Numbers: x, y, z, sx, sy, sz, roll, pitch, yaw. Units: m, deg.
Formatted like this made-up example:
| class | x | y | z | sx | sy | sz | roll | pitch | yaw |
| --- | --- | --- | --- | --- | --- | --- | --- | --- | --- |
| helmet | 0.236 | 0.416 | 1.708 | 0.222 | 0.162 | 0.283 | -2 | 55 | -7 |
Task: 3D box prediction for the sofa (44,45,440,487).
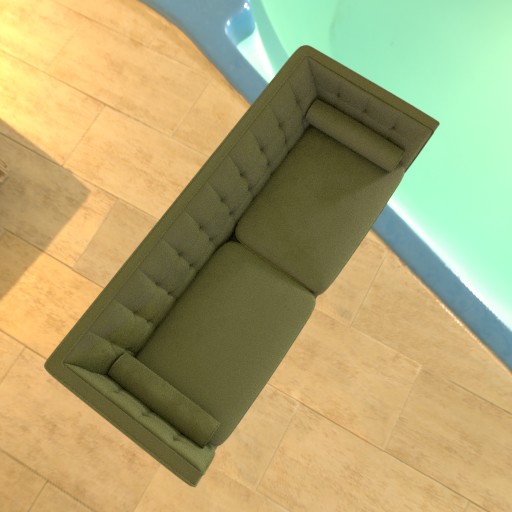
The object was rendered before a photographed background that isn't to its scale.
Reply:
| class | x | y | z | sx | sy | sz | roll | pitch | yaw |
| --- | --- | --- | --- | --- | --- | --- | --- | --- | --- |
| sofa | 0.000 | 0.000 | 2.444 | 0.867 | 0.789 | 2.087 | 34 | 78 | 8 |
